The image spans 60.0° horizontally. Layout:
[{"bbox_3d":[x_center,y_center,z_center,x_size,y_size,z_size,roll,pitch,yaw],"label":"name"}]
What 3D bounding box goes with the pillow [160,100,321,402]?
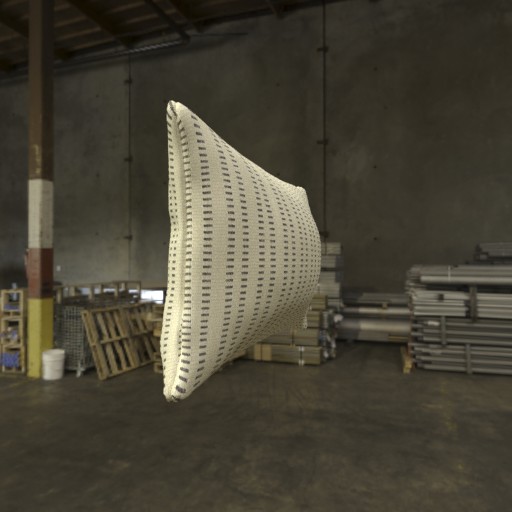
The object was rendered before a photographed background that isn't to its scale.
[{"bbox_3d":[0.000,0.000,0.810,0.210,0.353,0.640,0,-1,20],"label":"pillow"}]
